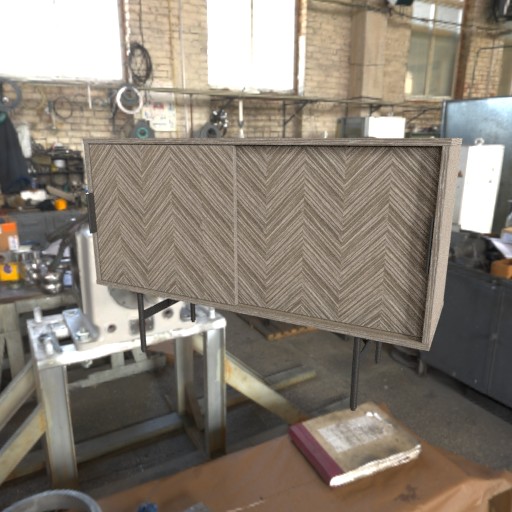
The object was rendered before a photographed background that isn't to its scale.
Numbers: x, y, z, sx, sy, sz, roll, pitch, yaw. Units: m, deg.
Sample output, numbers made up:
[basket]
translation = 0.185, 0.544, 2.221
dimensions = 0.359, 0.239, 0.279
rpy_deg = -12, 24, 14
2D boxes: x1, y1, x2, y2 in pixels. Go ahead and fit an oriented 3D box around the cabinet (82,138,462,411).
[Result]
[cabinet]
translation = 0.000, 0.000, 1.531
dimensions = 1.194, 0.787, 0.405
rpy_deg = 8, 17, 27
